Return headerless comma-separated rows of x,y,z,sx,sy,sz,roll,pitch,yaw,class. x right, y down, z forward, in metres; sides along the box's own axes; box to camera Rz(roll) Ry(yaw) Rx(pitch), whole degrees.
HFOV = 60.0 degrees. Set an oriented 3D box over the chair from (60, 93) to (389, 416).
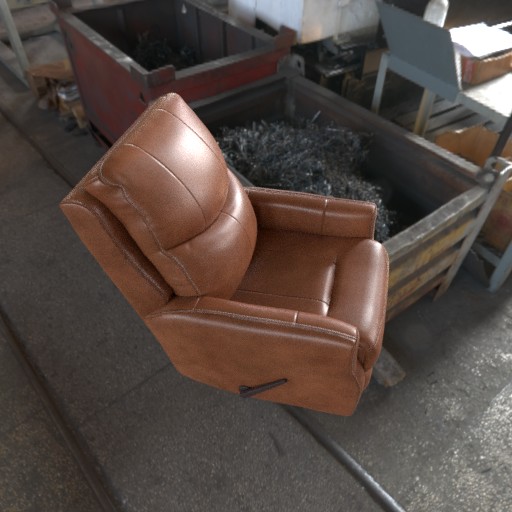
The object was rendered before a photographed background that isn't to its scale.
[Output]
0.000,0.000,1.749,1.072,1.016,0.821,11,47,11,chair
